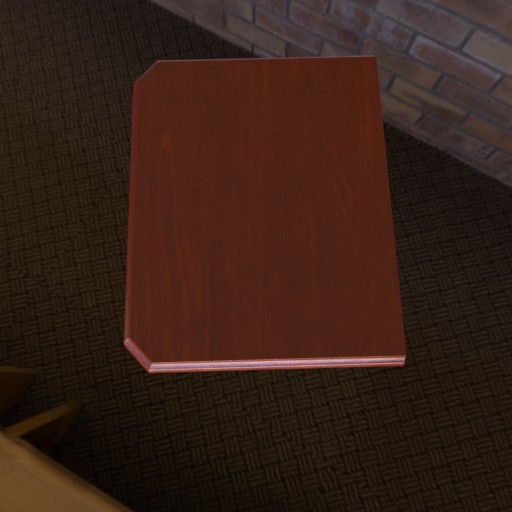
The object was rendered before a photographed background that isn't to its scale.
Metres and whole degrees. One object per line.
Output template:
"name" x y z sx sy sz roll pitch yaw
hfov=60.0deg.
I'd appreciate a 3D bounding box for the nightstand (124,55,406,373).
"nightstand" 0.000 0.000 0.908 0.351 0.681 0.435 -2 77 0
